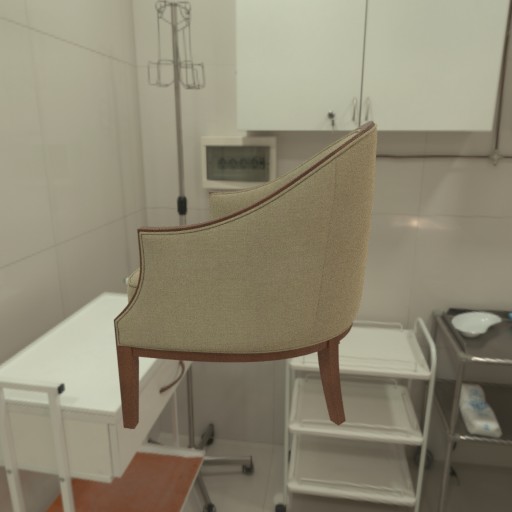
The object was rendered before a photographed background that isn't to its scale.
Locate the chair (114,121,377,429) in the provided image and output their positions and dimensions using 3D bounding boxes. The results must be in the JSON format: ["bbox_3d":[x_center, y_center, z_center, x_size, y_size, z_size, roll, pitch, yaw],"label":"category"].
[{"bbox_3d":[0.000,0.000,1.505,0.735,0.876,0.803,2,16,8],"label":"chair"}]
